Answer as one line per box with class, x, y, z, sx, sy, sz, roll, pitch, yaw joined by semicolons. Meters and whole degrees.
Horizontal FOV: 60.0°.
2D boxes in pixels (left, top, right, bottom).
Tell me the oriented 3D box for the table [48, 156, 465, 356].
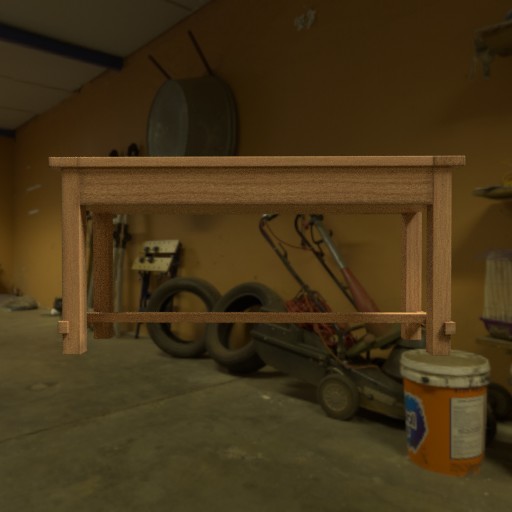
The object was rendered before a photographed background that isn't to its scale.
table;0.000;0.000;1.915;1.599;0.762;0.442;0;0;1
